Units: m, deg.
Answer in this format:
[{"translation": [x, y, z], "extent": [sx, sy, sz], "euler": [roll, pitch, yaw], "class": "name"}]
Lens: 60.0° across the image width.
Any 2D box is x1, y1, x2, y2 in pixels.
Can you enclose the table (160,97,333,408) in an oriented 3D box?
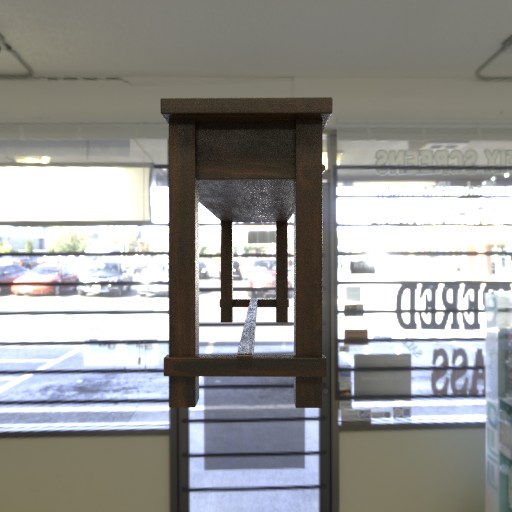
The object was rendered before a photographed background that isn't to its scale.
[{"translation": [0.000, 0.000, 1.859], "extent": [0.442, 0.762, 1.599], "euler": [0, 0, 1], "class": "table"}]
